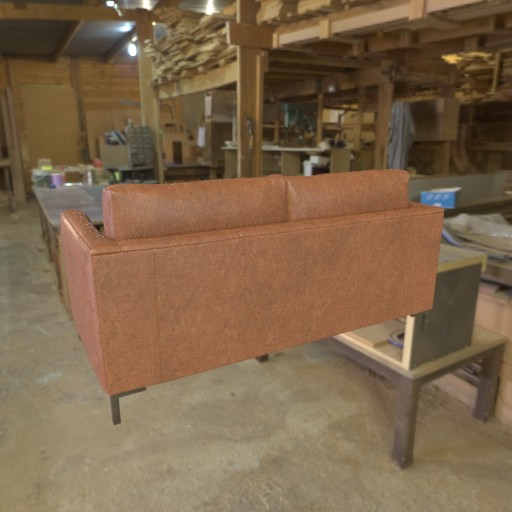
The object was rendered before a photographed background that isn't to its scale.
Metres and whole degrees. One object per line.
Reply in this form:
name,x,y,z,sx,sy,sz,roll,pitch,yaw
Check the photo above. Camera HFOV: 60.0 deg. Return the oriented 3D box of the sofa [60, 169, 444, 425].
sofa,0.000,0.000,2.308,1.797,0.883,0.899,-9,18,-28
